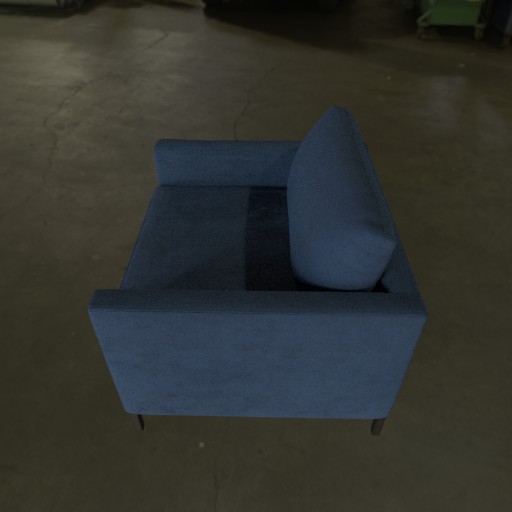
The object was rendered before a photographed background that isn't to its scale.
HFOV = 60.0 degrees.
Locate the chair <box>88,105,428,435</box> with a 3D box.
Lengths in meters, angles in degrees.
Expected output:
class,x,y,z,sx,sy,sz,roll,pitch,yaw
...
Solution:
class,x,y,z,sx,sy,sz,roll,pitch,yaw
chair,0.000,0.000,1.577,0.875,0.812,0.964,1,41,1
